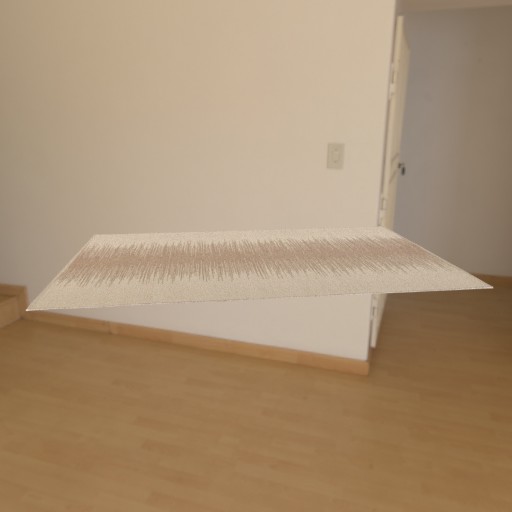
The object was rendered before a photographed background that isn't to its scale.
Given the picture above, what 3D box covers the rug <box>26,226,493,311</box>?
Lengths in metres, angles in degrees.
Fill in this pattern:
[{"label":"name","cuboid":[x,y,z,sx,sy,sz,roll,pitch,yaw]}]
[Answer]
[{"label":"rug","cuboid":[0.000,0.000,3.006,2.440,0.012,1.522,-2,17,-7]}]
